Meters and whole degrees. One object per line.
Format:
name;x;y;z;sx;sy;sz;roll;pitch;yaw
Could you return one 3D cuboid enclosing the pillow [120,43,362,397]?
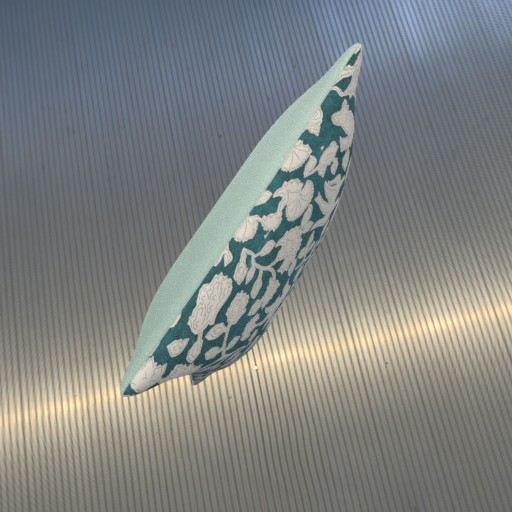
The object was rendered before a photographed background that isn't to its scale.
pillow;0.000;0.000;0.769;0.166;0.508;0.525;32;78;8
